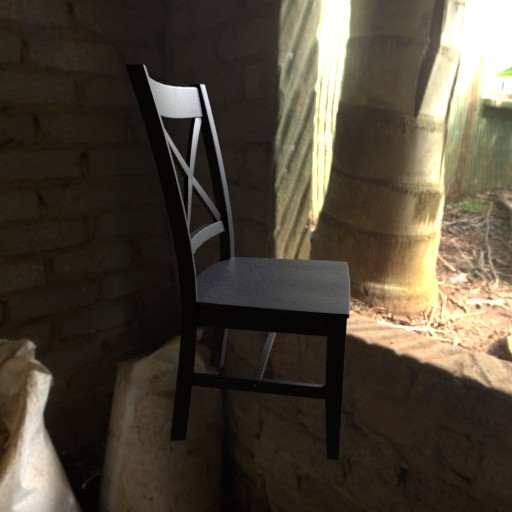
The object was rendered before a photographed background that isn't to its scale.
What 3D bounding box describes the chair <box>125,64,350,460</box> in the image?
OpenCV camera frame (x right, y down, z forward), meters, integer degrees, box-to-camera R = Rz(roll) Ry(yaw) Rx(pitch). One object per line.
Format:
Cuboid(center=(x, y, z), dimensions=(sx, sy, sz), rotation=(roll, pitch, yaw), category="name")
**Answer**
Cuboid(center=(0.000, 0.000, 1.289), dimensions=(0.542, 0.983, 0.485), rotation=(3, 16, 10), category="chair")
